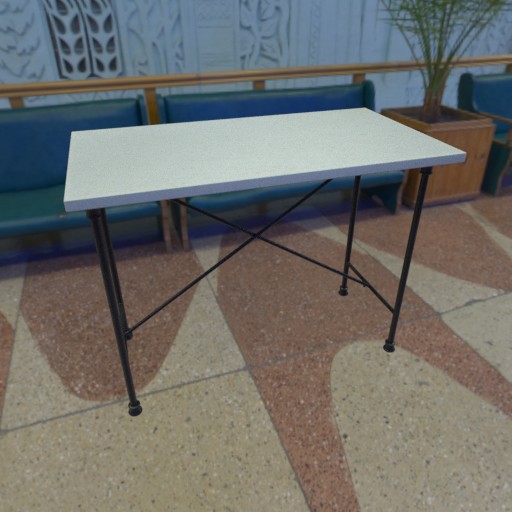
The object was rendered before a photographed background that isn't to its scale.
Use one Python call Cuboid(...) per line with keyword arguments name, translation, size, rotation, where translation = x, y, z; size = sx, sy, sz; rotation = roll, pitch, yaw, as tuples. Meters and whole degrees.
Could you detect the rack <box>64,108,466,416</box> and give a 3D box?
Cuboid(name="rack", translation=(0.000, 0.000, 1.682), size=(1.159, 0.880, 0.613), rotation=(-10, 33, -15))
